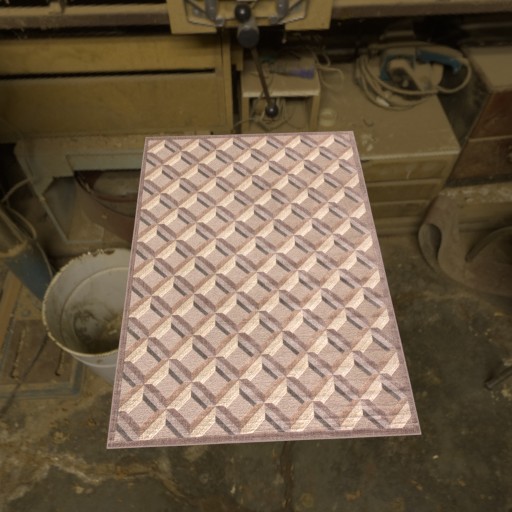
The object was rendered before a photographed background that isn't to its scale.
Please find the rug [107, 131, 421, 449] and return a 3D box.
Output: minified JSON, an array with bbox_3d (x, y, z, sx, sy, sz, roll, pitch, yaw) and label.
[{"bbox_3d":[0.000,0.000,4.205,2.382,0.018,3.294,-2,58,-1],"label":"rug"}]
